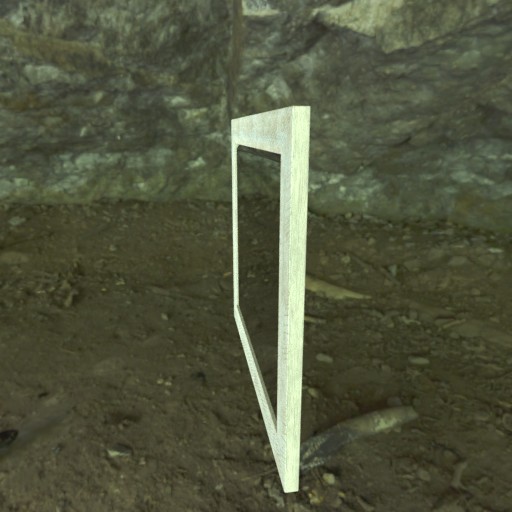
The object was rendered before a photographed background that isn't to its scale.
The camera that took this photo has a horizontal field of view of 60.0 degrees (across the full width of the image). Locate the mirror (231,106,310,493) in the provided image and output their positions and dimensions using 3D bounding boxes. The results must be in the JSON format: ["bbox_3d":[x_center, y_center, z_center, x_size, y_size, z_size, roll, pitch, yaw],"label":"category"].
[{"bbox_3d":[0.000,0.000,1.136,0.028,0.689,0.839,-3,16,-9],"label":"mirror"}]
